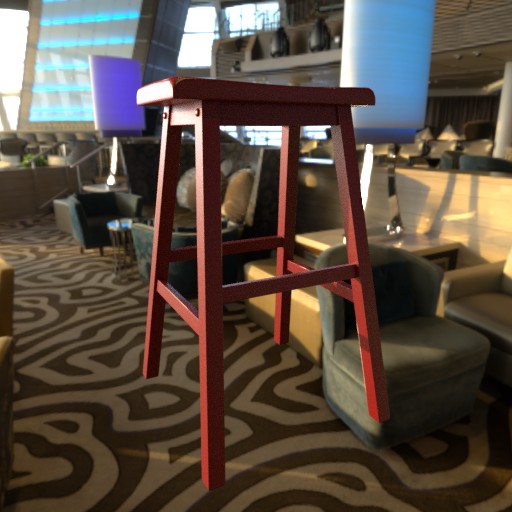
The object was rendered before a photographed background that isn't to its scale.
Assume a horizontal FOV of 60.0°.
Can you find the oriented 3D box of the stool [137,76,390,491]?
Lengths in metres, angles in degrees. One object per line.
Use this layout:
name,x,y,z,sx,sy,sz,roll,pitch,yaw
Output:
stool,0.000,0.000,1.034,0.457,0.737,0.476,-8,18,-27
